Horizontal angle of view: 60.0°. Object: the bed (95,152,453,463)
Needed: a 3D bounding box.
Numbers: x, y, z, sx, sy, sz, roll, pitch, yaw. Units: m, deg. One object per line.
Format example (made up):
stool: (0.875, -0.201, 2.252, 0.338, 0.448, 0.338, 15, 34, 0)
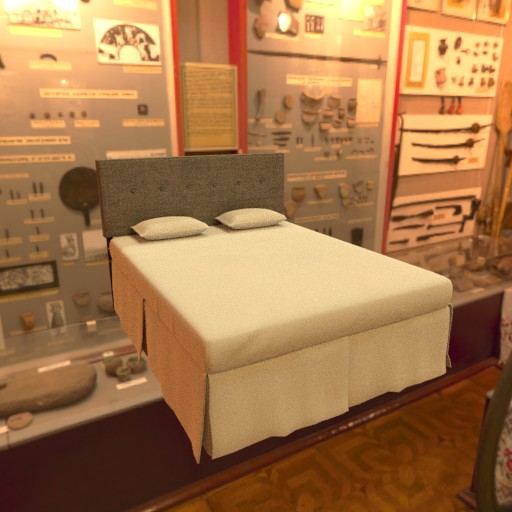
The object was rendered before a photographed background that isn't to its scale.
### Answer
bed: (0.000, 0.000, 2.916, 1.621, 1.168, 1.958, -9, 19, -28)
